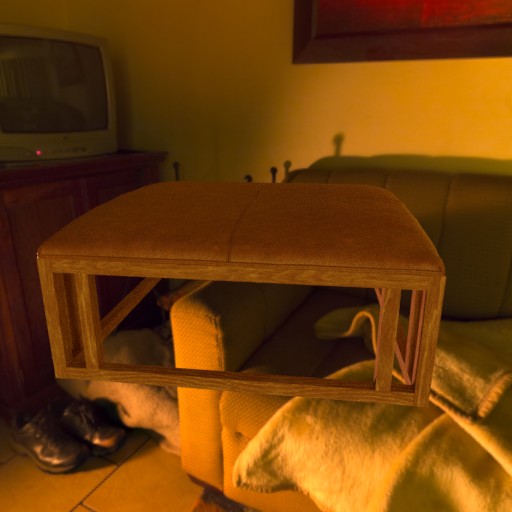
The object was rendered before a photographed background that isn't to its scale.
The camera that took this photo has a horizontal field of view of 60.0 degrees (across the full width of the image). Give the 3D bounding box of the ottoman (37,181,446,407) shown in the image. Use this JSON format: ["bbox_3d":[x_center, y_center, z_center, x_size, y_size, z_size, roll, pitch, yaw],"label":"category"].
[{"bbox_3d":[0.000,0.000,1.593,1.016,0.442,1.013,2,18,7],"label":"ottoman"}]
